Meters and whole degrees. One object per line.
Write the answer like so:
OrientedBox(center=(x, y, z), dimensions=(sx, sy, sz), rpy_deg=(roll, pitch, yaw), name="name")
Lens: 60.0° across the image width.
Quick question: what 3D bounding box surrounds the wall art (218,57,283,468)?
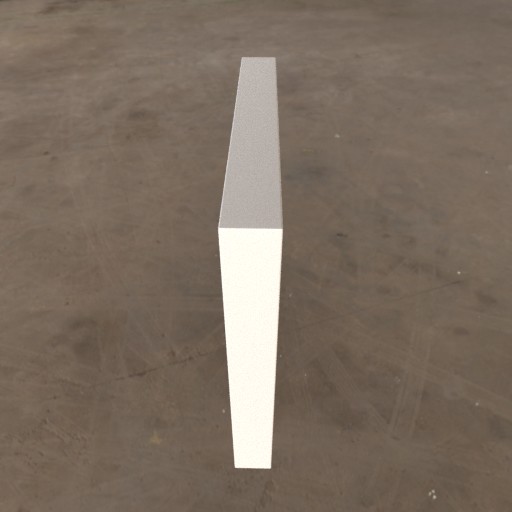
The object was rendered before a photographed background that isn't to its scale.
OrientedBox(center=(0.000, 0.000, 0.465), dimensions=(0.037, 0.305, 0.305), rpy_deg=(1, 41, 1), name="wall art")
